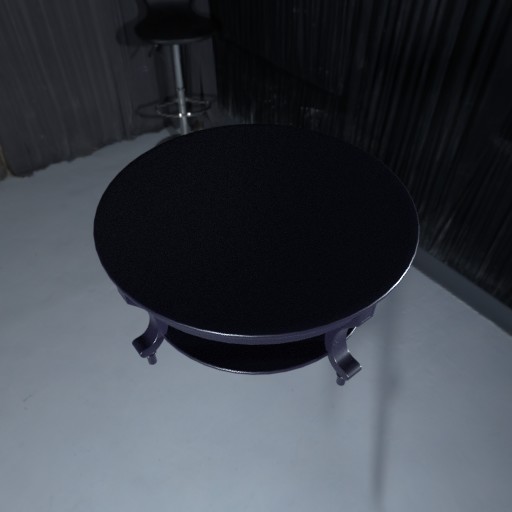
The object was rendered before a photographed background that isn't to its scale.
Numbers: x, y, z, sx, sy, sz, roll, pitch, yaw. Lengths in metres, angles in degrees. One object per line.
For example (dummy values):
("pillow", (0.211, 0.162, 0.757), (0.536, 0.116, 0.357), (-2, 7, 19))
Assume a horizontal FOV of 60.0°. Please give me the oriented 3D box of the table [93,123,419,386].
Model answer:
("table", (0.000, 0.000, 1.610), (1.029, 0.491, 1.029), (0, 46, 0))
